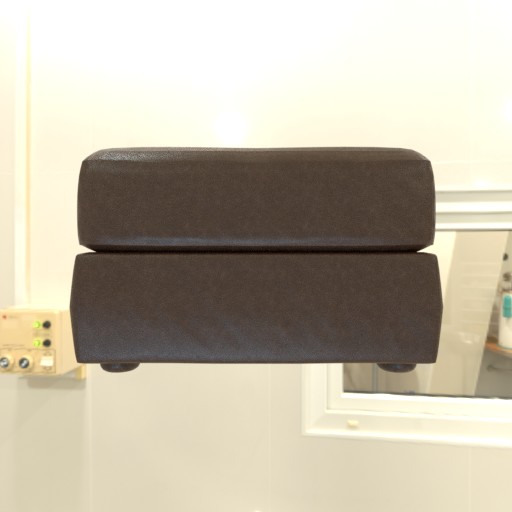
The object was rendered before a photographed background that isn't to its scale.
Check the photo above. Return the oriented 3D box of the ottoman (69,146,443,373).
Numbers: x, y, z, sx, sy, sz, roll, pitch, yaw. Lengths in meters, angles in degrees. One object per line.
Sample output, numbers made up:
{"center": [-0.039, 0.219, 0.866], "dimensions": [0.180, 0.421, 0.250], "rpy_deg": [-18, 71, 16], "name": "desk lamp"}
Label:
{"center": [0.000, 0.000, 1.150], "dimensions": [0.751, 0.476, 0.603], "rpy_deg": [0, 1, 0], "name": "ottoman"}
